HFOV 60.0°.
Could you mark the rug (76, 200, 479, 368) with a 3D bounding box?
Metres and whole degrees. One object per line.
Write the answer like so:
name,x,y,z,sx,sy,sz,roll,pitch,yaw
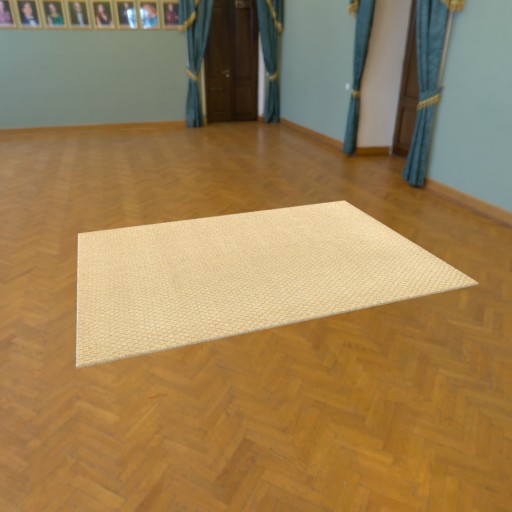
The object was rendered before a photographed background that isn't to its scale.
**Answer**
rug,0.000,0.000,2.829,2.144,0.013,1.509,-9,27,-17
